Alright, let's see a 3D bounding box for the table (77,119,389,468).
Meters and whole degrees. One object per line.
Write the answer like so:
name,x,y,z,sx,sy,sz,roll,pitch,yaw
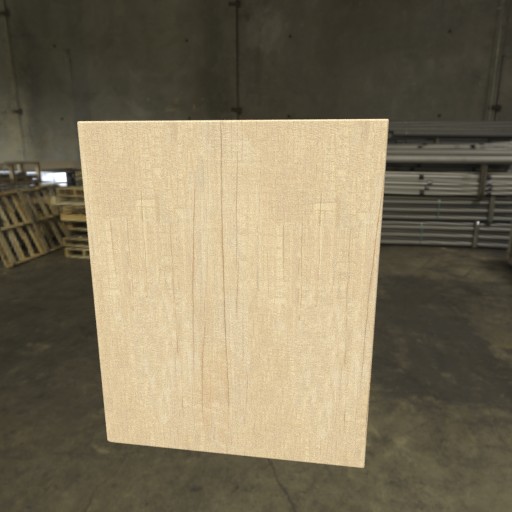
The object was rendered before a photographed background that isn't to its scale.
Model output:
table,0.000,0.000,0.916,0.420,0.510,0.570,2,14,8
